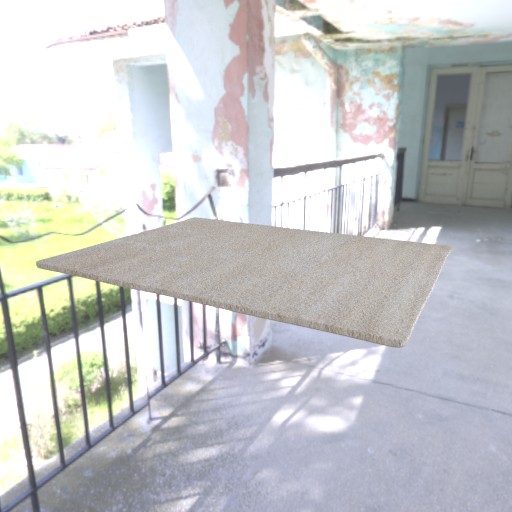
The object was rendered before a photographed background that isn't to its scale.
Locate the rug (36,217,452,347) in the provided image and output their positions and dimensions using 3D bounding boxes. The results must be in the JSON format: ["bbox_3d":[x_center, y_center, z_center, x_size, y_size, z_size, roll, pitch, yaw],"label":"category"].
[{"bbox_3d":[0.000,0.000,2.098,1.600,0.025,1.199,9,18,28],"label":"rug"}]
